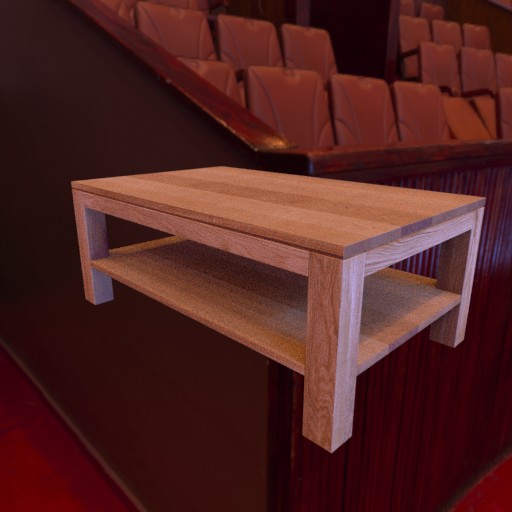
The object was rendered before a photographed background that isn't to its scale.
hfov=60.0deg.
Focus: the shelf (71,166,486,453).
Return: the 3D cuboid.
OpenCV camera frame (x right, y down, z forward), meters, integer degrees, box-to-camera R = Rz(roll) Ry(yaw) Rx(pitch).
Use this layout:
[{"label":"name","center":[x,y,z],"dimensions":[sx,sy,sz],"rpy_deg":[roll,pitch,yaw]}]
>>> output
[{"label":"shelf","center":[0.000,0.000,1.480],"dimensions":[0.700,0.450,1.150],"rpy_deg":[-17,24,-42]}]
